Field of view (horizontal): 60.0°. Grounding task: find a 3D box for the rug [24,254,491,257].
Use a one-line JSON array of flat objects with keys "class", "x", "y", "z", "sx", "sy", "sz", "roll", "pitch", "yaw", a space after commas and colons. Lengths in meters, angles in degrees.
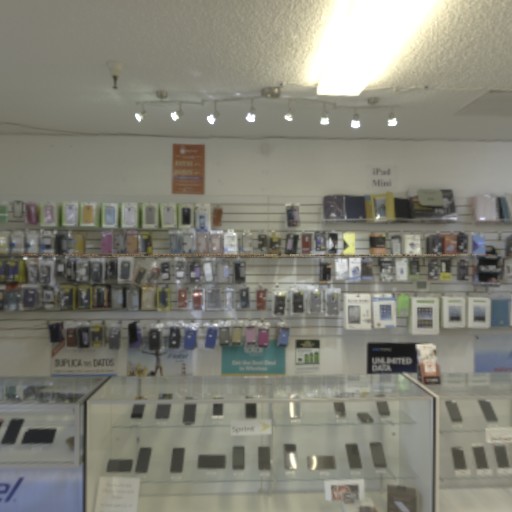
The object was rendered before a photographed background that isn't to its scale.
[{"class": "rug", "x": 0.000, "y": 0.000, "z": 2.382, "sx": 1.918, "sy": 0.007, "sz": 1.268, "roll": 0, "pitch": 0, "yaw": 0}]
